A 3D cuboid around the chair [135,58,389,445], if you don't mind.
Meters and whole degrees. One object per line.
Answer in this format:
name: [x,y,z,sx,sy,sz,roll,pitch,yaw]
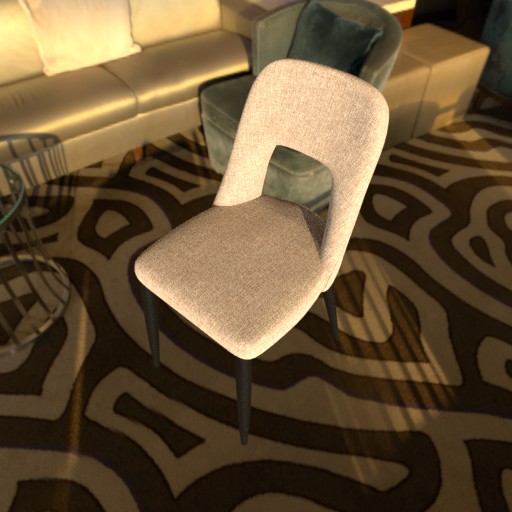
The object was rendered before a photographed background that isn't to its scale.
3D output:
chair: [0.000,0.000,1.302,0.470,0.931,0.612,32,53,28]
